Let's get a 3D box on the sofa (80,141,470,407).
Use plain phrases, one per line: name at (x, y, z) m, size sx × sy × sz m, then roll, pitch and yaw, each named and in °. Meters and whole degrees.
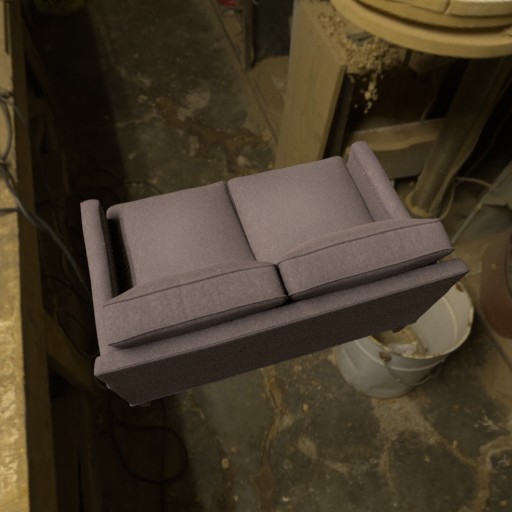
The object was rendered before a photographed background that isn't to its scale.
sofa at (0.000, 0.000, 2.236) m, size 1.597 × 1.003 × 1.084 m, roll -14°, pitch 59°, yaw -9°
